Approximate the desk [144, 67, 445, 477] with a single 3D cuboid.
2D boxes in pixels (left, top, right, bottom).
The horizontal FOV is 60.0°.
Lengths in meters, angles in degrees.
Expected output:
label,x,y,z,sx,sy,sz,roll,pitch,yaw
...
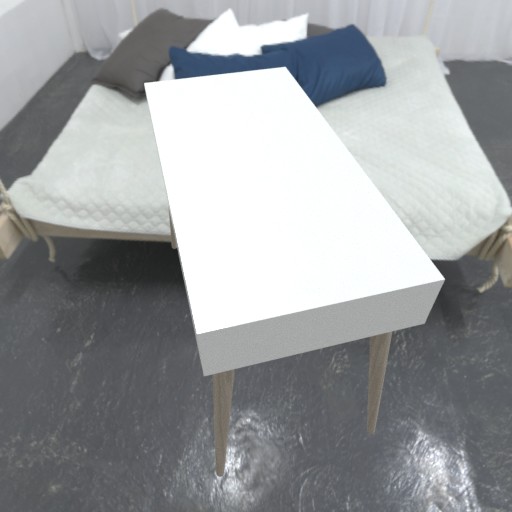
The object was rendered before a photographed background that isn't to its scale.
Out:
label,x,y,z,sx,sy,sz,roll,pitch,yaw
desk,0.000,0.000,1.375,0.491,0.723,0.979,-11,47,-10
